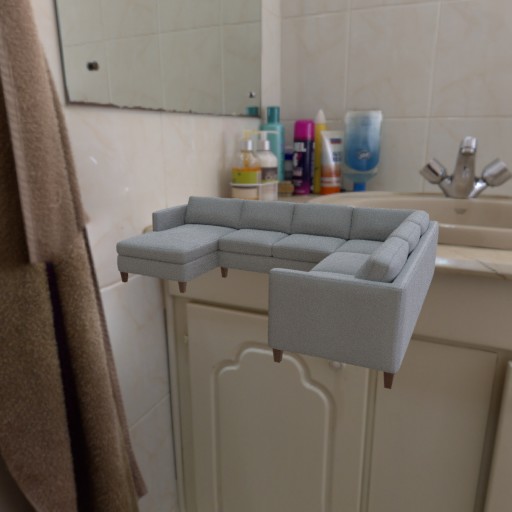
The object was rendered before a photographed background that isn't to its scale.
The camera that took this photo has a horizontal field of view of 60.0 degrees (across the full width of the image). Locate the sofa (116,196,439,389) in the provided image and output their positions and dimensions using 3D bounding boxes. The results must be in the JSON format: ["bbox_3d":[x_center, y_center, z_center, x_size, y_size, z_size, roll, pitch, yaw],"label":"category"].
[{"bbox_3d":[0.000,0.000,4.490,3.238,0.853,2.551,7,16,25],"label":"sofa"}]
